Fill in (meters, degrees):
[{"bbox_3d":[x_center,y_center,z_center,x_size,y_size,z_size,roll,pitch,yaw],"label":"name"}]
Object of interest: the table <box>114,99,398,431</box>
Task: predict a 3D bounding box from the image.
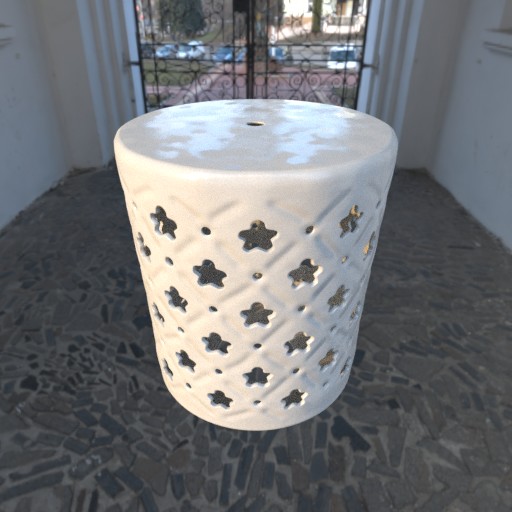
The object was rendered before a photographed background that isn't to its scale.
[{"bbox_3d":[0.000,0.000,0.655,0.352,0.387,0.352,0,30,0],"label":"table"}]
